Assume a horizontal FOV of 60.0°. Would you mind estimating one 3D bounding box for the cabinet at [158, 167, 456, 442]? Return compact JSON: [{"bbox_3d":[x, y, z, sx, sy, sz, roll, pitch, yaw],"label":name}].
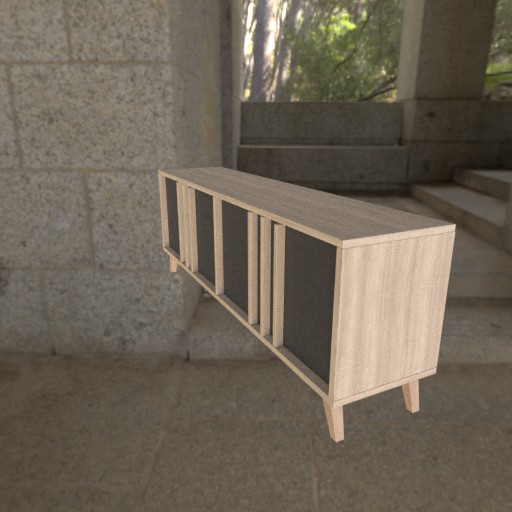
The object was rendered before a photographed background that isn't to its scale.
[{"bbox_3d":[0.000,0.000,2.526,0.499,0.779,2.198,-8,19,-25],"label":"cabinet"}]
